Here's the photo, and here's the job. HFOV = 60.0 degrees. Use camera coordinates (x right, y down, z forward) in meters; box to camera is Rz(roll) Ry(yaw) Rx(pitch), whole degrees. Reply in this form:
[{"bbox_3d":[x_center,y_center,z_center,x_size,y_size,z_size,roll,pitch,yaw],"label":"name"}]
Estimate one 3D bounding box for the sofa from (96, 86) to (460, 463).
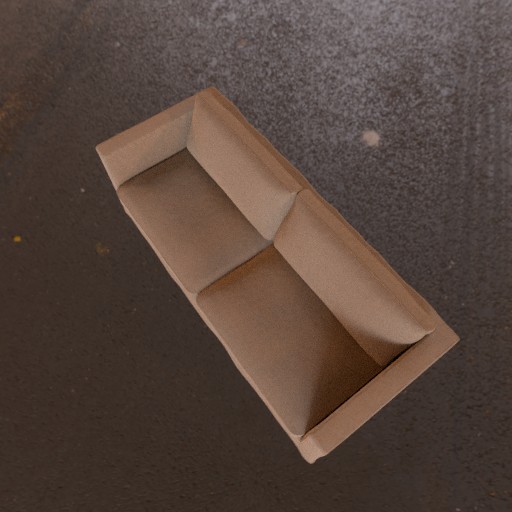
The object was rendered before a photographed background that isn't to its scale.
[{"bbox_3d":[0.000,0.000,2.797,0.956,0.847,2.296,-34,68,-16],"label":"sofa"}]
